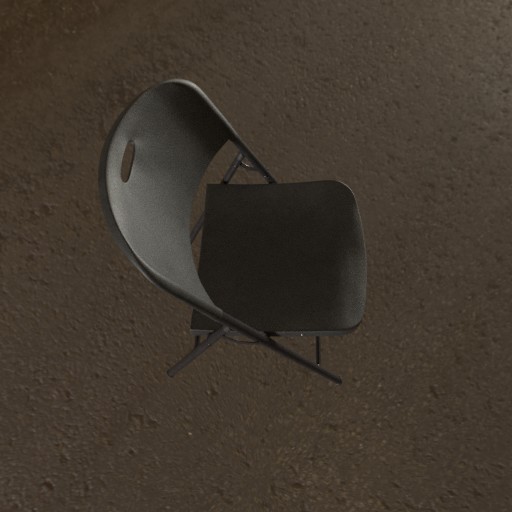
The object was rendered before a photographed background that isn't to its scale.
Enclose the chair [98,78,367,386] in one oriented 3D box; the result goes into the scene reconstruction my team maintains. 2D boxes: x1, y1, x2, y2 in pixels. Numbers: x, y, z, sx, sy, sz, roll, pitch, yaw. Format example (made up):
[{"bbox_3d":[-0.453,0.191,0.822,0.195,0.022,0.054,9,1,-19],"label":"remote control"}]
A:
[{"bbox_3d":[0.000,0.000,1.157,0.566,0.810,0.494,2,63,1],"label":"chair"}]
